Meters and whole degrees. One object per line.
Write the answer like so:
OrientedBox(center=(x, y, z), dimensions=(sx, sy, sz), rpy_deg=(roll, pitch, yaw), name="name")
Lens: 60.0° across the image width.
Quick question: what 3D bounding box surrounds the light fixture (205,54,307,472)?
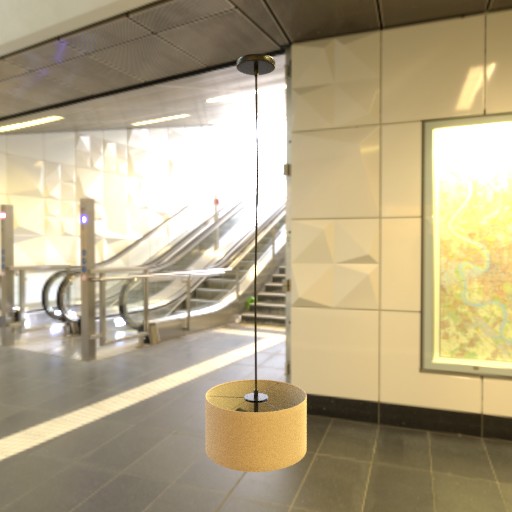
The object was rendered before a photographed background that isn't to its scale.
OrientedBox(center=(0.000, 0.000, 1.747), dimensions=(0.399, 1.516, 0.399), rpy_deg=(0, 1, 0), name="light fixture")
